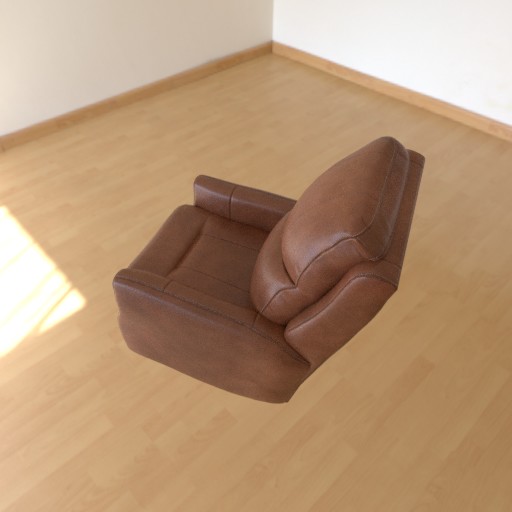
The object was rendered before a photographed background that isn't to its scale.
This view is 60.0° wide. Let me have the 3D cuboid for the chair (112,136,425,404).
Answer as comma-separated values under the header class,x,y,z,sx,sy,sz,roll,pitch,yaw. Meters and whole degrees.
class,x,y,z,sx,sy,sz,roll,pitch,yaw
chair,0.000,0.000,1.813,1.072,1.016,0.821,16,47,15
